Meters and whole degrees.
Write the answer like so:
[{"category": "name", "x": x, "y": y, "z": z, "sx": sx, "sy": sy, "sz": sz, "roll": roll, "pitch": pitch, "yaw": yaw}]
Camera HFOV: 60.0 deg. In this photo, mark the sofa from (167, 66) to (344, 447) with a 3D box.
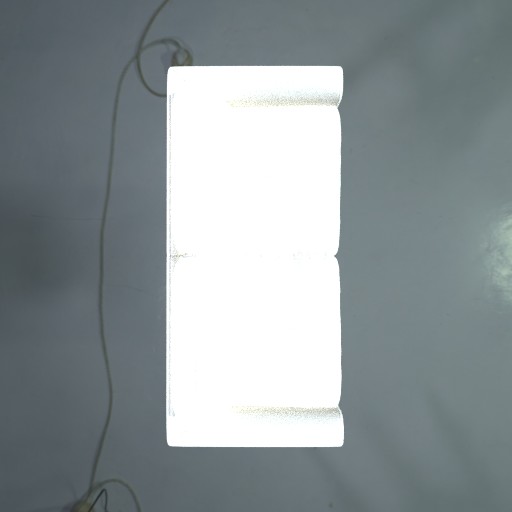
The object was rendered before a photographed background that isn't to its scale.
[{"category": "sofa", "x": 0.000, "y": 0.000, "z": 2.745, "sx": 1.070, "sy": 0.801, "sz": 2.262, "roll": 0, "pitch": 89, "yaw": 0}]
